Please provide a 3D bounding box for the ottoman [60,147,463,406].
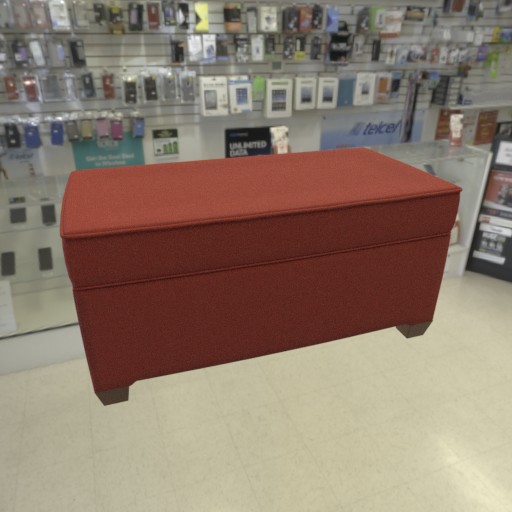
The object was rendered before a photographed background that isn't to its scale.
[{"bbox_3d":[0.000,0.000,1.252,0.948,0.454,0.497,-8,28,-16],"label":"ottoman"}]
